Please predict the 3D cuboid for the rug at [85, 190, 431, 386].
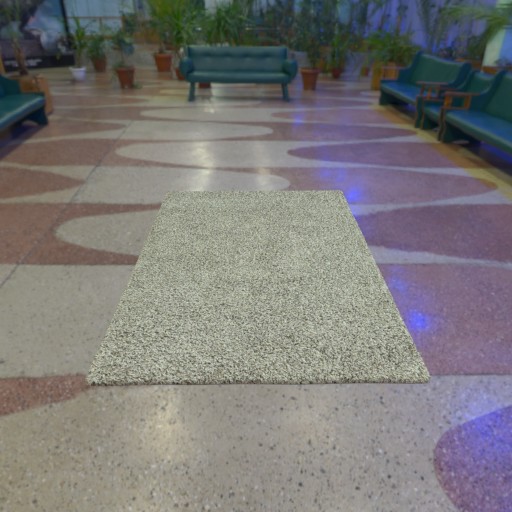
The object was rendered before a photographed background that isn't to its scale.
[{"bbox_3d":[0.000,0.000,2.320,1.219,0.030,1.778,0,30,-1],"label":"rug"}]
